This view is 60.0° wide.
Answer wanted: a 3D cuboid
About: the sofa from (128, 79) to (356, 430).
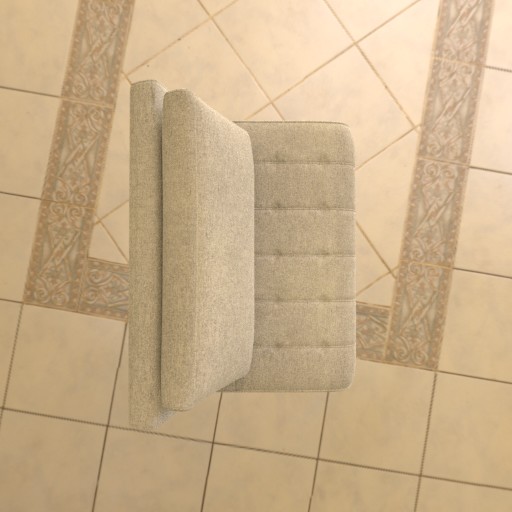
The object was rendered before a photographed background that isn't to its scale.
[{"bbox_3d":[0.000,0.000,1.888,0.910,0.910,1.220,0,89,-1],"label":"sofa"}]
